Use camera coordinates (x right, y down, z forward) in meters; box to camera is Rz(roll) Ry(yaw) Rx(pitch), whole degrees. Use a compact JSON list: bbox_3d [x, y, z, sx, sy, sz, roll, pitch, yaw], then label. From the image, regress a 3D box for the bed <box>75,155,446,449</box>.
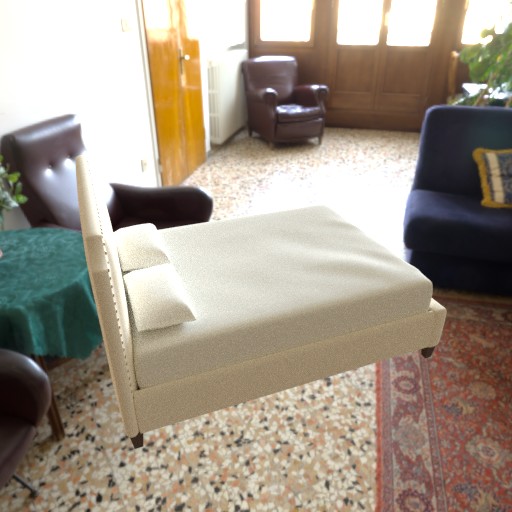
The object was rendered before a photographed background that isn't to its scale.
[{"bbox_3d":[0.000,0.000,3.413,2.365,1.443,1.712,-11,31,-19],"label":"bed"}]
